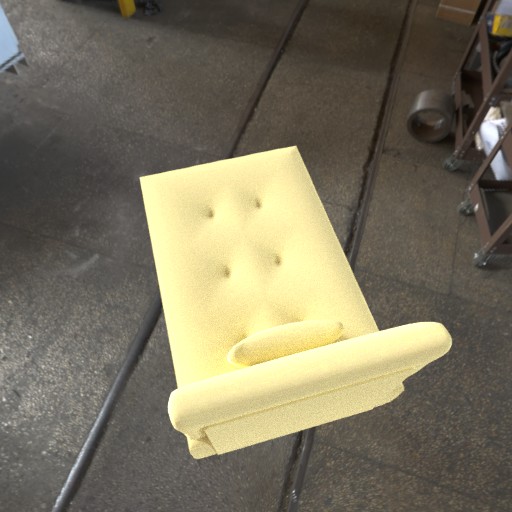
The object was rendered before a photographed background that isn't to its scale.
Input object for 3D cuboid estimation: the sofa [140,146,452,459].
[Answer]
[{"bbox_3d":[0.000,0.000,2.017,0.930,0.820,1.450,-13,59,-8],"label":"sofa"}]
